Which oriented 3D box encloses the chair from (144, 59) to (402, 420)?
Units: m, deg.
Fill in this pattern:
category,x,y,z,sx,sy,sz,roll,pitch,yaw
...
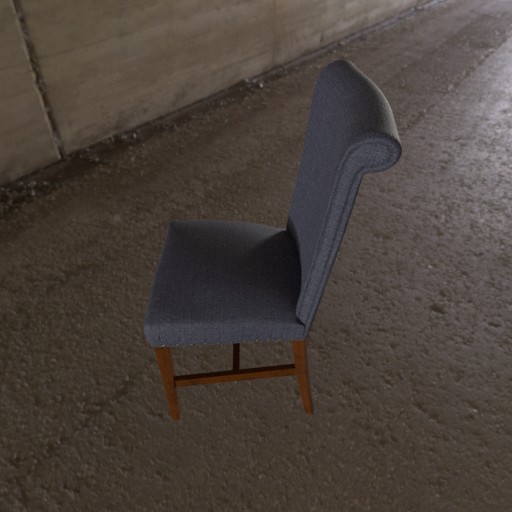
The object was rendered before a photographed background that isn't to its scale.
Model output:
category,x,y,z,sx,sy,sz,roll,pitch,yaw
chair,0.000,0.000,1.332,0.608,0.988,0.513,-1,40,-1
